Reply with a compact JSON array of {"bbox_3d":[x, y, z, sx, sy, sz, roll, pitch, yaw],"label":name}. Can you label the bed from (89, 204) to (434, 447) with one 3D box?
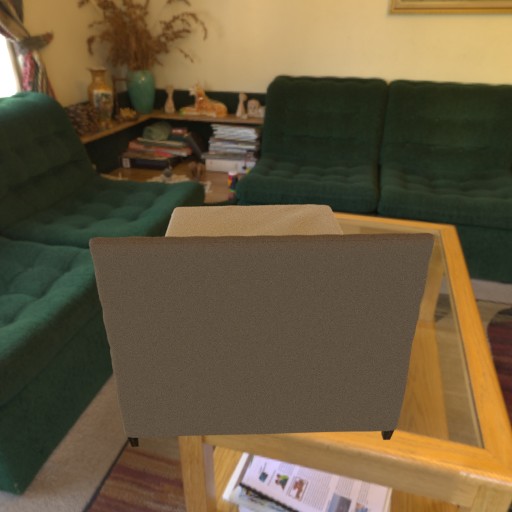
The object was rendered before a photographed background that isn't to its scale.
[{"bbox_3d":[0.000,0.000,3.481,1.698,1.427,2.387,-1,28,-2],"label":"bed"}]
